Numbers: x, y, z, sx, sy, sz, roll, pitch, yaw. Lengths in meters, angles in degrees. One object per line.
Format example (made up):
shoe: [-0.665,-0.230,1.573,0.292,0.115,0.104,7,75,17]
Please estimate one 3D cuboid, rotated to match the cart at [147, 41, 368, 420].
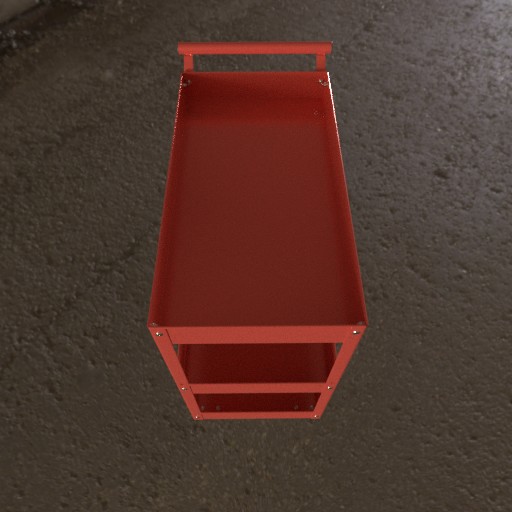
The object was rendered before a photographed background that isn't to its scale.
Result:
cart: [0.000,0.000,1.183,0.366,0.780,0.719,0,57,0]
